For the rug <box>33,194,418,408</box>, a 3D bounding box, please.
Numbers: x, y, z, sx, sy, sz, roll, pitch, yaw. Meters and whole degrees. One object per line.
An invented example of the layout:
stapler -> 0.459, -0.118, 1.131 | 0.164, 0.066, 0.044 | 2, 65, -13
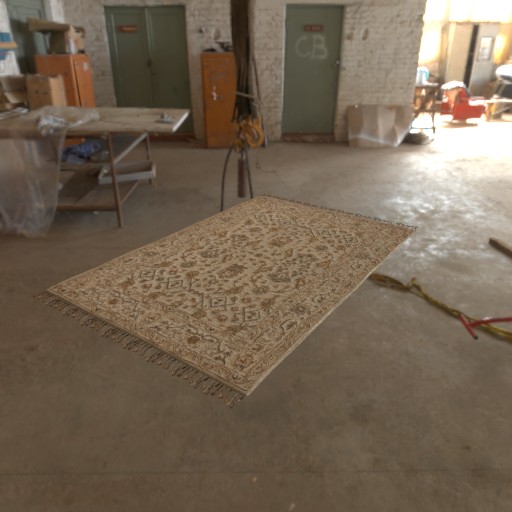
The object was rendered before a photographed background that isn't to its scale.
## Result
rug -> 0.000, 0.000, 3.102 | 1.529, 0.027, 2.434 | 17, 31, 32
